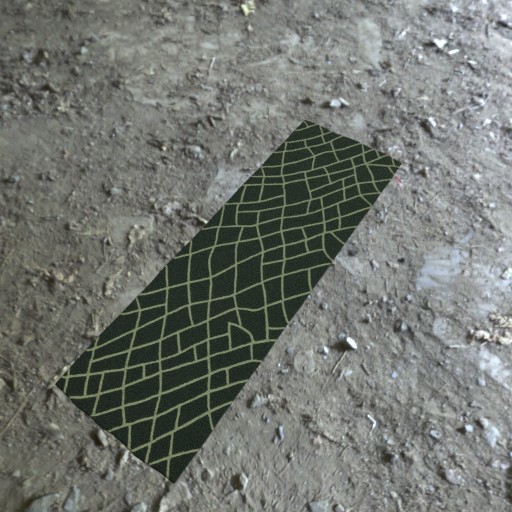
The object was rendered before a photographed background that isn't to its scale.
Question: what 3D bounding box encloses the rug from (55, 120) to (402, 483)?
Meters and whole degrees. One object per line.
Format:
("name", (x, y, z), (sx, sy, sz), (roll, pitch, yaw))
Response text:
("rug", (0.000, 0.000, 2.676), (0.807, 0.010, 2.476), (30, 62, 18))
